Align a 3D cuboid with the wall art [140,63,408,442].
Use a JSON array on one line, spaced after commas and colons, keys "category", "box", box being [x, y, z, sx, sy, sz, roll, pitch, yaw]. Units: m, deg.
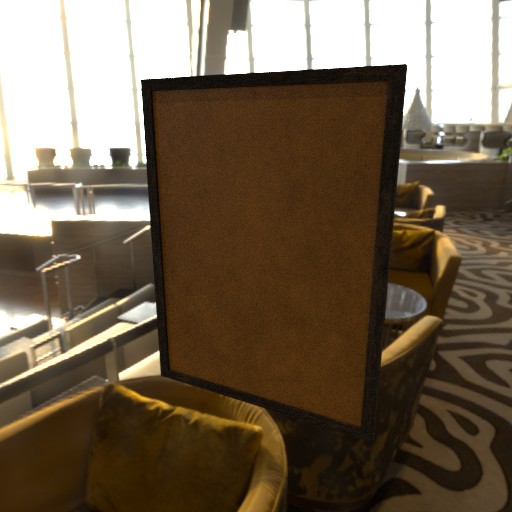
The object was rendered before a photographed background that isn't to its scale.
[{"category": "wall art", "box": [0.000, 0.000, 1.389, 0.812, 1.066, 0.029, 8, 18, 26]}]
